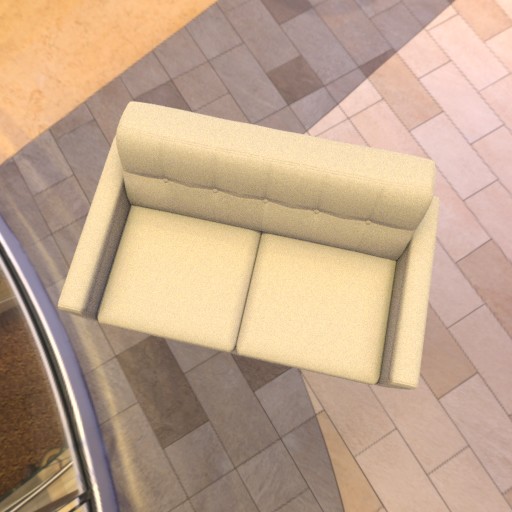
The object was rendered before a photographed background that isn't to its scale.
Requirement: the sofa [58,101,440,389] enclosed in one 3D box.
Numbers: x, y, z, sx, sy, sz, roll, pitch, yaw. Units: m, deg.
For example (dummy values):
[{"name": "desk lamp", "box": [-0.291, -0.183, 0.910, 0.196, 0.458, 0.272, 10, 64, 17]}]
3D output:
[{"name": "sofa", "box": [0.000, 0.000, 2.231, 1.655, 0.892, 0.980, 12, 75, 3]}]
